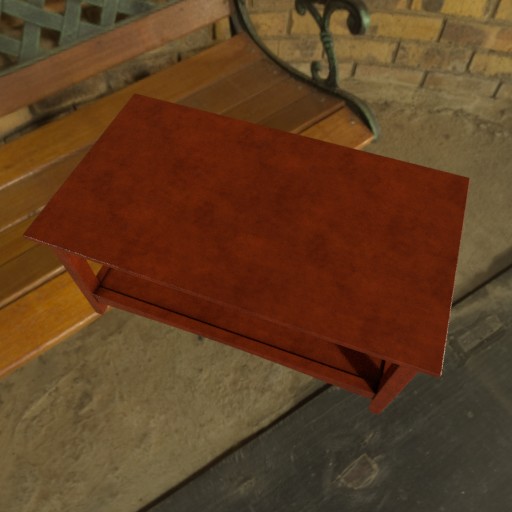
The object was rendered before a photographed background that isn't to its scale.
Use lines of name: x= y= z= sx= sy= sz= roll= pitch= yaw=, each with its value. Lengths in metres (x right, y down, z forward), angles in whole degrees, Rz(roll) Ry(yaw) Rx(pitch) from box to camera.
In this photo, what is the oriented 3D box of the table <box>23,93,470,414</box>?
table: x=0.000 y=0.000 z=1.249 sx=0.943 sy=0.456 sz=0.533 roll=17 pitch=59 yaw=11
